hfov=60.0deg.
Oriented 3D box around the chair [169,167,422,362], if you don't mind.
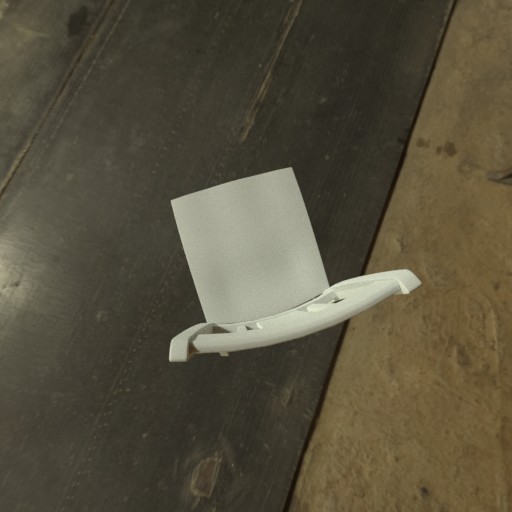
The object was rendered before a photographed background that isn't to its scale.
[{"bbox_3d":[0.000,0.000,1.290,0.450,0.998,0.555,-16,76,-4],"label":"chair"}]
